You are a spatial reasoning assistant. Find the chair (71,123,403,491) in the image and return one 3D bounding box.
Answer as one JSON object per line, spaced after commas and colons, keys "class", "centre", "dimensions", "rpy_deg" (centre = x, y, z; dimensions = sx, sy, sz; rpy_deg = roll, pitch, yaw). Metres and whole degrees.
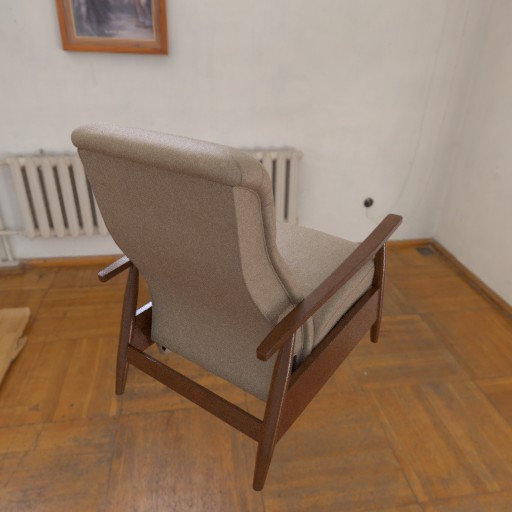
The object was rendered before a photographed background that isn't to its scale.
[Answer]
{"class": "chair", "centre": [0.000, 0.000, 1.706], "dimensions": [0.762, 1.082, 1.030], "rpy_deg": [19, 33, 32]}
